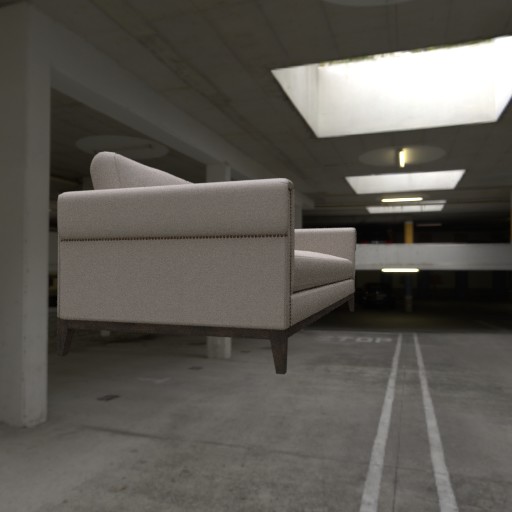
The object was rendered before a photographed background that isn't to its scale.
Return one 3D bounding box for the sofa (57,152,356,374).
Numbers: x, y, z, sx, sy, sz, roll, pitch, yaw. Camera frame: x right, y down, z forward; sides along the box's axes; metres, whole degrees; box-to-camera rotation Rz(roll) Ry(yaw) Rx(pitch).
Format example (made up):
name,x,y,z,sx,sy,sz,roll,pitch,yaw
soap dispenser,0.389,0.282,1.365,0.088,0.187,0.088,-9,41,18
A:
name,x,y,z,sx,sy,sz,roll,pitch,yaw
sofa,0.000,0.000,2.654,0.959,0.838,2.210,0,-1,19
